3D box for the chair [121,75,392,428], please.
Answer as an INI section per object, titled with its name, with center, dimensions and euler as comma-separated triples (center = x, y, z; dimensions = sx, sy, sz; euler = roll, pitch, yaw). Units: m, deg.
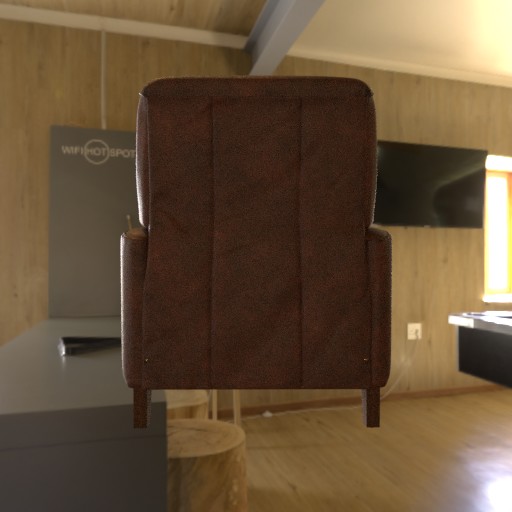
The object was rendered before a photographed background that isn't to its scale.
[chair]
center = 0.000, 0.000, 1.663
dimensions = 0.843, 1.043, 0.836
euler = 0, -1, 0
